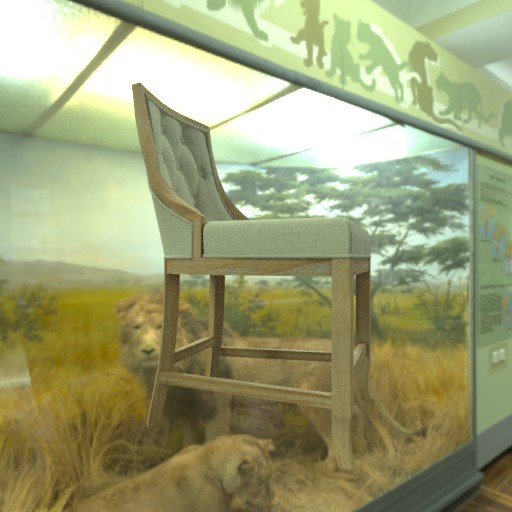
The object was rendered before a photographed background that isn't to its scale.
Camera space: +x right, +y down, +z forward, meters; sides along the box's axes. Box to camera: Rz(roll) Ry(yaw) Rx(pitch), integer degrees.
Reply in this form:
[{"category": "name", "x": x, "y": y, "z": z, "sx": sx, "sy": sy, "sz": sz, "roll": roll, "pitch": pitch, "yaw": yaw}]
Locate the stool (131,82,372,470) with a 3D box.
[{"category": "stool", "x": 0.000, "y": 0.000, "z": 1.311, "sx": 0.626, "sy": 0.938, "sz": 0.524, "roll": 0, "pitch": 0, "yaw": 19}]
